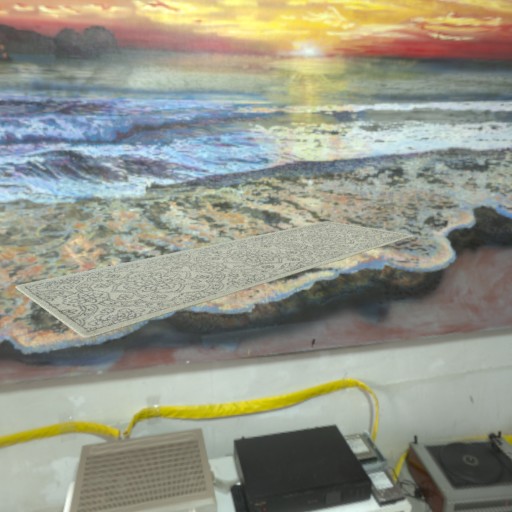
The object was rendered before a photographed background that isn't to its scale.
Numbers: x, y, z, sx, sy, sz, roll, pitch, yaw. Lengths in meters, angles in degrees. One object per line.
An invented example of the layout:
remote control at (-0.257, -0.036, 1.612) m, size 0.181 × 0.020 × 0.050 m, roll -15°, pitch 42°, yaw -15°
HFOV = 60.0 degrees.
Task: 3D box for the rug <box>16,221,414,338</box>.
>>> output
rug at (0.000, 0.000, 2.648) m, size 2.431 × 0.006 × 0.806 m, roll -14°, pitch 20°, yaw -42°
